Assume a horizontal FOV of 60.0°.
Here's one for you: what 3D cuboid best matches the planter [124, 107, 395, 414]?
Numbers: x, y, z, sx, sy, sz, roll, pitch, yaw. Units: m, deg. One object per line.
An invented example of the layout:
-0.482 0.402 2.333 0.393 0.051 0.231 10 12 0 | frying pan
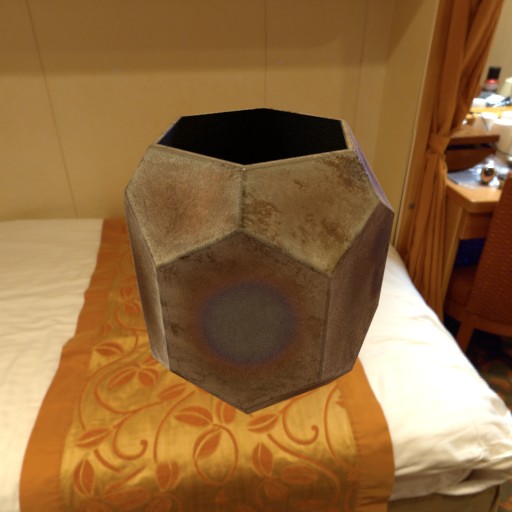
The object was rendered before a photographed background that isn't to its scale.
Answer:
0.000 0.000 0.422 0.221 0.238 0.243 20 37 30 | planter
